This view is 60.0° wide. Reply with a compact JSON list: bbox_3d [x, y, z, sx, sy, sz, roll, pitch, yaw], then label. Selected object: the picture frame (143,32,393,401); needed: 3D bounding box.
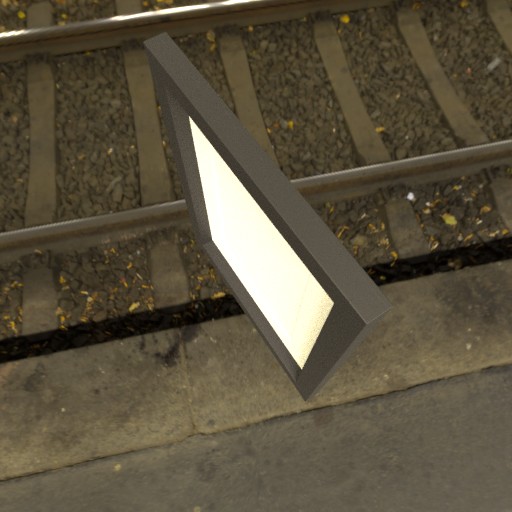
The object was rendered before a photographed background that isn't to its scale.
[{"bbox_3d":[0.000,0.000,0.512,0.036,0.383,0.307,-31,69,-14],"label":"picture frame"}]
